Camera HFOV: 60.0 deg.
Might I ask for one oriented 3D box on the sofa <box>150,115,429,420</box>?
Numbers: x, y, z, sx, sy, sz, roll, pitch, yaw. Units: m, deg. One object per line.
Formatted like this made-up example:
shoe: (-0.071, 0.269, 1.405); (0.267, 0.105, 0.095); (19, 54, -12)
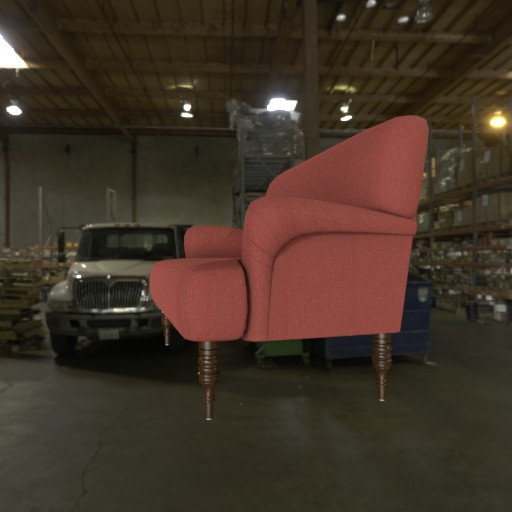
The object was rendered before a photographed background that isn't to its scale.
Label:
sofa: (0.000, 0.000, 1.808); (0.779, 0.889, 1.297); (0, 0, -17)
